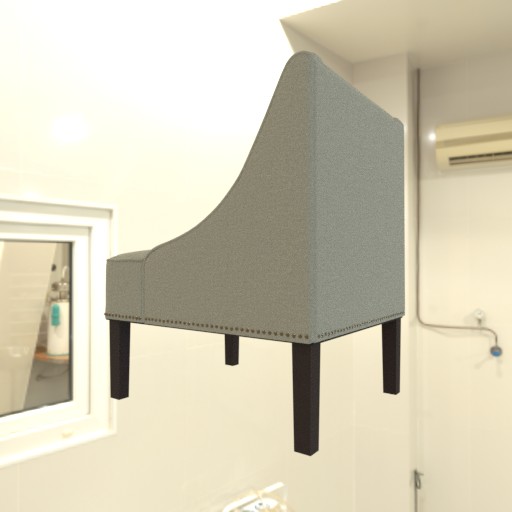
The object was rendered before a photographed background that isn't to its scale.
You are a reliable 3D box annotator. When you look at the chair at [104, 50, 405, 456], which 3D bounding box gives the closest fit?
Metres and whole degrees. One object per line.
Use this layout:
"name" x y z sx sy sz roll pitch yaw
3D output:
"chair" 0.000 0.000 1.372 0.737 0.864 0.610 -1 -1 36
